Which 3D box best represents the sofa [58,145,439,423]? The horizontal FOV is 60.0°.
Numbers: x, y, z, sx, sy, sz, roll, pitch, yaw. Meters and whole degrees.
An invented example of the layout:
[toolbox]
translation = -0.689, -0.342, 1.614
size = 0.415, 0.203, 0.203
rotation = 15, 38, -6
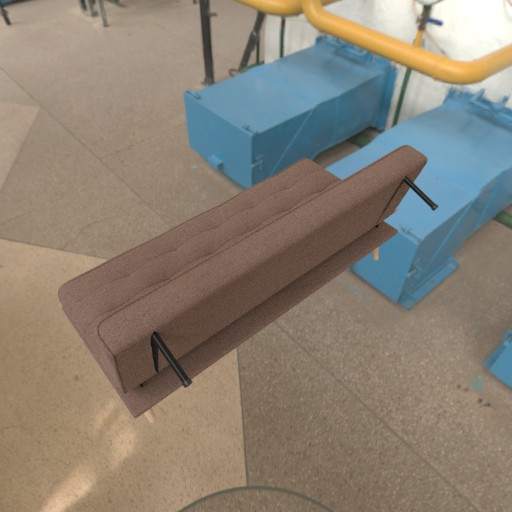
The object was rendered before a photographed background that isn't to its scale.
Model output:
[sofa]
translation = 0.000, 0.000, 2.320
size = 1.820, 0.810, 1.038
rotation = -31, 54, -26
